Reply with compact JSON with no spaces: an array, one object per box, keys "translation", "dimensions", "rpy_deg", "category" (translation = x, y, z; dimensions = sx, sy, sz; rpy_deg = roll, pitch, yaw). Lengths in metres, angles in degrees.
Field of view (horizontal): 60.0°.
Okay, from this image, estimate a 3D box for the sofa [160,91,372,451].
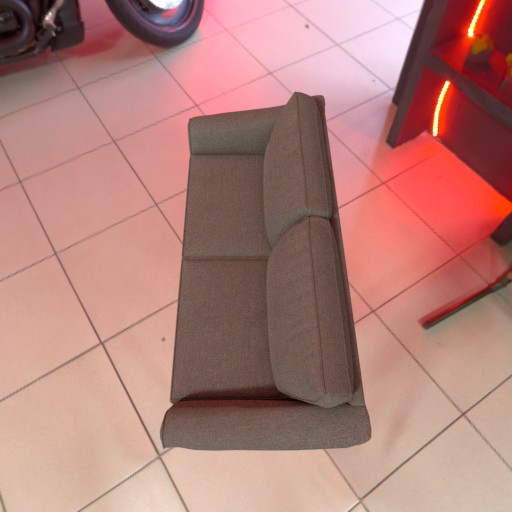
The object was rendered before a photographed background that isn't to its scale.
[{"translation":[0.000,0.000,2.741],"dimensions":[0.986,0.906,2.270],"rpy_deg":[-1,59,0],"category":"sofa"}]
